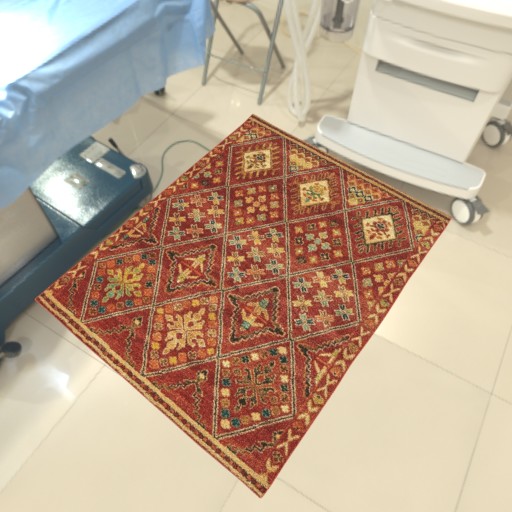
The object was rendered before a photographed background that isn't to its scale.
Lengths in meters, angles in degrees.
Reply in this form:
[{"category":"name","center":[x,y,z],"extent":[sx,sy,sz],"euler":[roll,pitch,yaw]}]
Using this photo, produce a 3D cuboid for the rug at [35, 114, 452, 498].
[{"category":"rug","center":[0.000,0.000,4.091],"extent":[2.489,0.030,3.086],"euler":[33,63,20]}]
